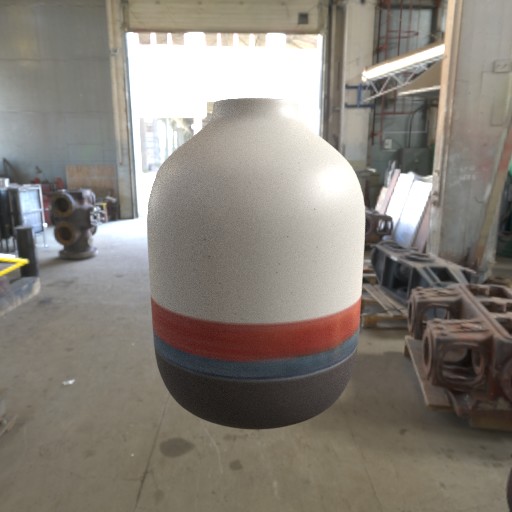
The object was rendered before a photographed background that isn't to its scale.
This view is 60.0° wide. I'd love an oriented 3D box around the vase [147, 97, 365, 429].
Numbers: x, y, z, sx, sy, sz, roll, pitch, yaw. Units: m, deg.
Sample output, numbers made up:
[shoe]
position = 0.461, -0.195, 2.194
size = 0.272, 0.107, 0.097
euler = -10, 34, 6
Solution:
[vase]
position = 0.000, 0.000, 0.359
size = 0.169, 0.237, 0.169
euler = 0, 13, 0
